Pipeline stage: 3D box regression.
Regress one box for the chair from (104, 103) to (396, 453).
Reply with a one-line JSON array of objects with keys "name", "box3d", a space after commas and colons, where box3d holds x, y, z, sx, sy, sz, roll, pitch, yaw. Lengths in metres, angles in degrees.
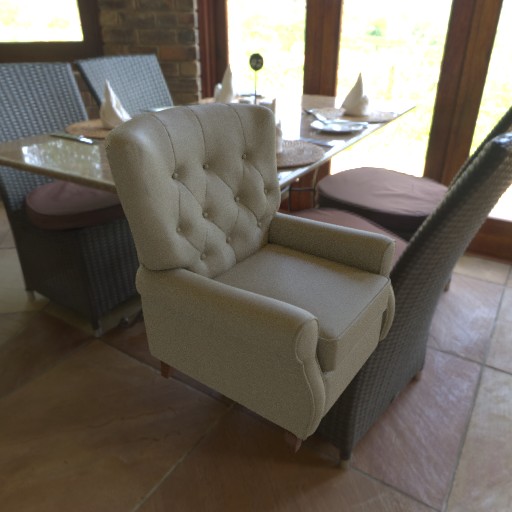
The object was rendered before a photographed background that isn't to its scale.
[{"name": "chair", "box3d": [0.000, 0.000, 1.908, 1.059, 1.158, 0.943, 18, 32, 32]}]
